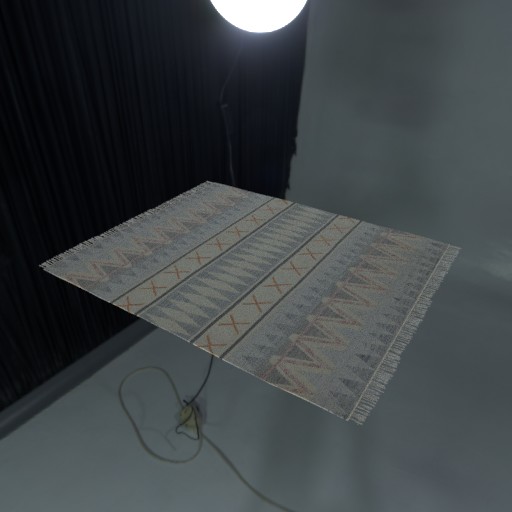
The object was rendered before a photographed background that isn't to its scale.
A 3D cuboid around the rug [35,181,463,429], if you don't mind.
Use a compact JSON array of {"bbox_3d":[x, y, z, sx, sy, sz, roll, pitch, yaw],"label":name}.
[{"bbox_3d":[0.000,0.000,3.931,3.000,0.012,2.371,19,36,28],"label":"rug"}]
